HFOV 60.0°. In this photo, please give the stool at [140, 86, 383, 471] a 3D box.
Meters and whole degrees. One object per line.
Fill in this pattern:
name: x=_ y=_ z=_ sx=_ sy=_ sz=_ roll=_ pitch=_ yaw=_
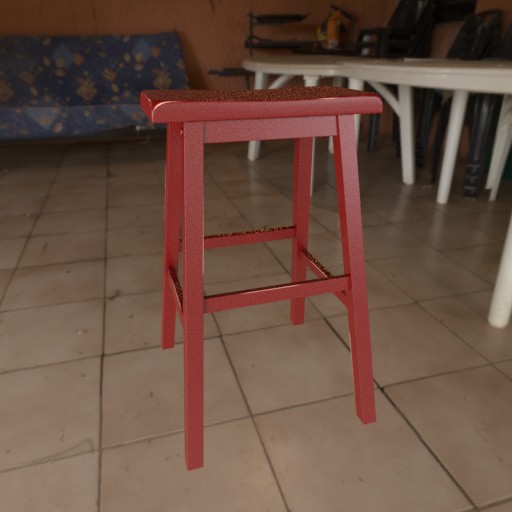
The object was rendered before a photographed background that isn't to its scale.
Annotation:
stool: x=0.000 y=0.000 z=1.057 sx=0.457 sy=0.737 sz=0.476 roll=-8 pitch=26 yaw=-16
